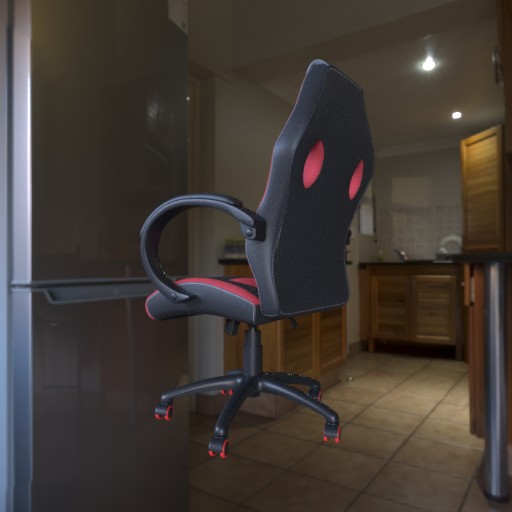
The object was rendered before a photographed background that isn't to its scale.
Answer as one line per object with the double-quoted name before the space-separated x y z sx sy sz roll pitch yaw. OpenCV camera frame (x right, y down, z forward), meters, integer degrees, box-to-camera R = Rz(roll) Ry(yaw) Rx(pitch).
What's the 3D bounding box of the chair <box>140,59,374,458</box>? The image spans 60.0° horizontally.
"chair" 0.000 0.000 1.610 0.724 1.187 0.673 0 0 36
